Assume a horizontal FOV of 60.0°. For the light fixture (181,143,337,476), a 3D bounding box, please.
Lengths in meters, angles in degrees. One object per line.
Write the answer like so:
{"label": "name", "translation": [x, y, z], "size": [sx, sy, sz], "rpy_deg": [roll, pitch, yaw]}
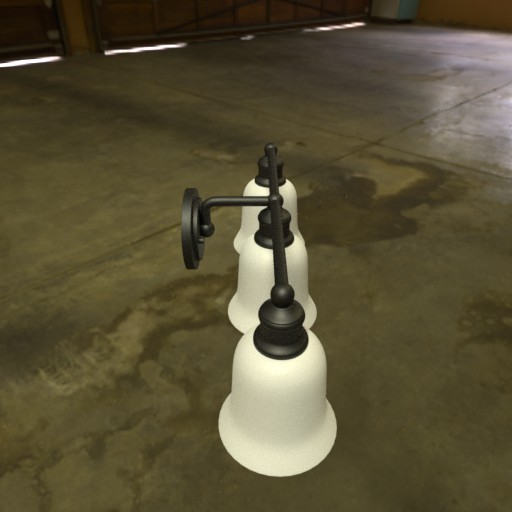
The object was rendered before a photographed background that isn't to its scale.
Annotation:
{"label": "light fixture", "translation": [0.000, 0.000, 0.669], "size": [0.198, 0.211, 0.570], "rpy_deg": [0, 33, 0]}
